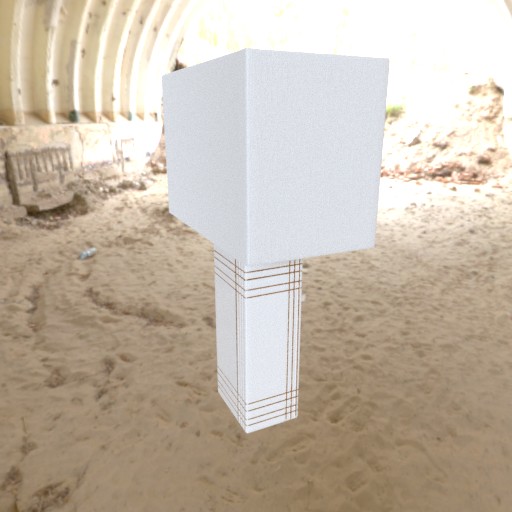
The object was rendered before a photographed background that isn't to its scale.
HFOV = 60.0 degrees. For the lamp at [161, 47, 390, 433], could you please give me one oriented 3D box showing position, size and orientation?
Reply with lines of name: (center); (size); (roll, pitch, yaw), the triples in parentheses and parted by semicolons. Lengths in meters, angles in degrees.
lamp: (0.000, 0.000, 0.691); (0.182, 0.543, 0.334); (-8, 19, -24)
